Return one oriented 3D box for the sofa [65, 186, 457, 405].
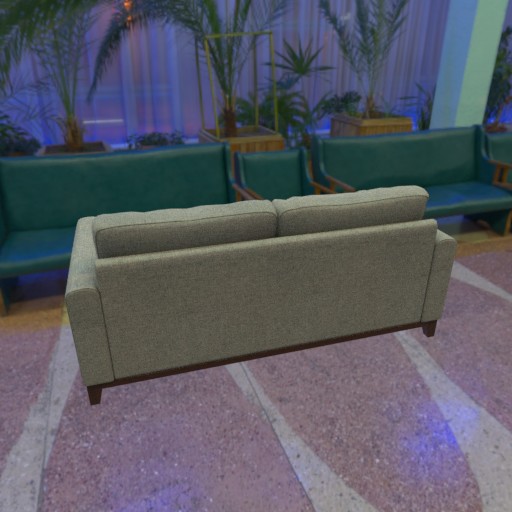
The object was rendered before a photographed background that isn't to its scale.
[{"bbox_3d":[0.000,0.000,2.587,1.978,0.892,0.969,-7,27,-15],"label":"sofa"}]
